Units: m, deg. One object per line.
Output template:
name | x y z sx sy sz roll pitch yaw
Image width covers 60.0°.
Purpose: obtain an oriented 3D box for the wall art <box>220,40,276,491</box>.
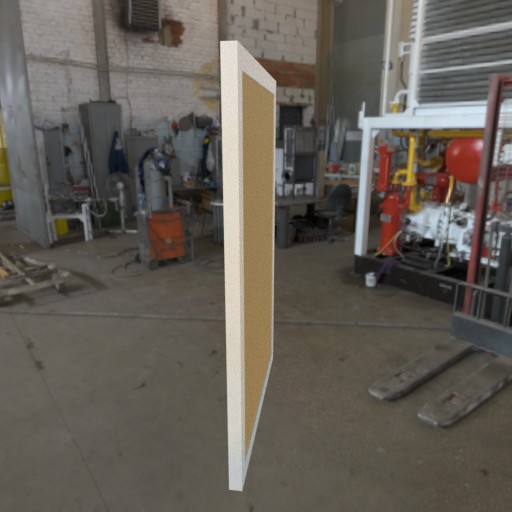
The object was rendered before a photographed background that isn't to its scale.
wall art | 0.000 0.000 1.442 0.038 1.143 0.764 2 16 8
